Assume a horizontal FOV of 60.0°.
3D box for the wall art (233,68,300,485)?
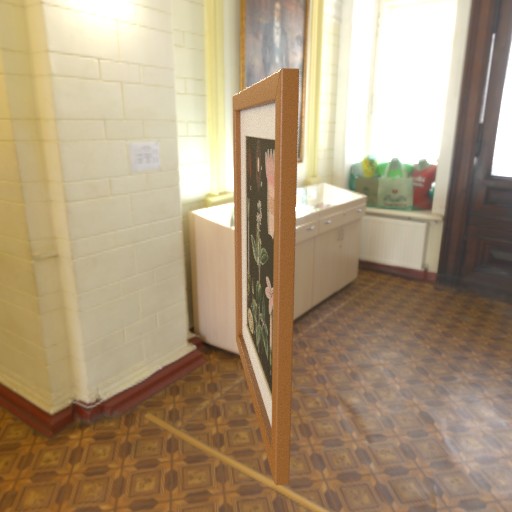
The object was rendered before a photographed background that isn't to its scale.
[{"bbox_3d":[0.000,0.000,0.528,0.015,0.379,0.310,-3,16,-9],"label":"wall art"}]
